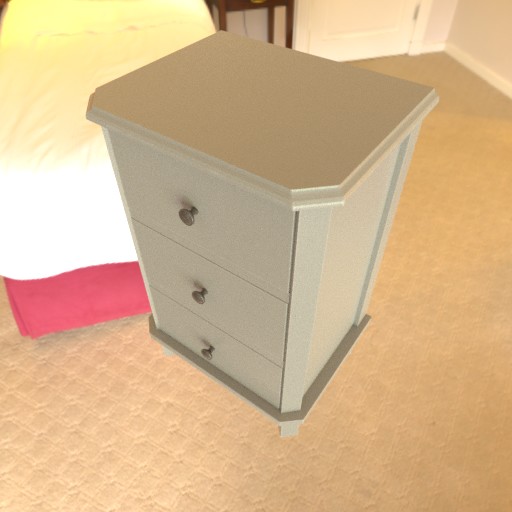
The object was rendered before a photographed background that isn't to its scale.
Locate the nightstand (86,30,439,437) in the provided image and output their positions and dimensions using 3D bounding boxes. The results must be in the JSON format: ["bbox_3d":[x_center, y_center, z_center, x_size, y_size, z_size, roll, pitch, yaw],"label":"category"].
[{"bbox_3d":[0.000,0.000,0.894,0.435,0.680,0.348,27,52,24],"label":"nightstand"}]
